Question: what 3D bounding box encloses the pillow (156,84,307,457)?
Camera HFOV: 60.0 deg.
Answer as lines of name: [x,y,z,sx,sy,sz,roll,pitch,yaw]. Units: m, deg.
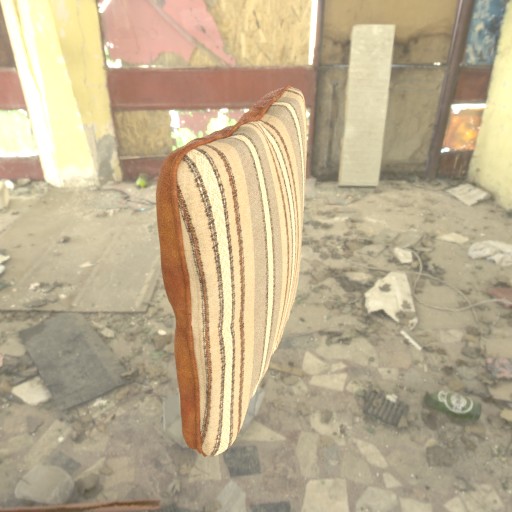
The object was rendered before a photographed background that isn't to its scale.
pillow: [0.000,0.000,0.755,0.130,0.490,0.489,10,31,16]
